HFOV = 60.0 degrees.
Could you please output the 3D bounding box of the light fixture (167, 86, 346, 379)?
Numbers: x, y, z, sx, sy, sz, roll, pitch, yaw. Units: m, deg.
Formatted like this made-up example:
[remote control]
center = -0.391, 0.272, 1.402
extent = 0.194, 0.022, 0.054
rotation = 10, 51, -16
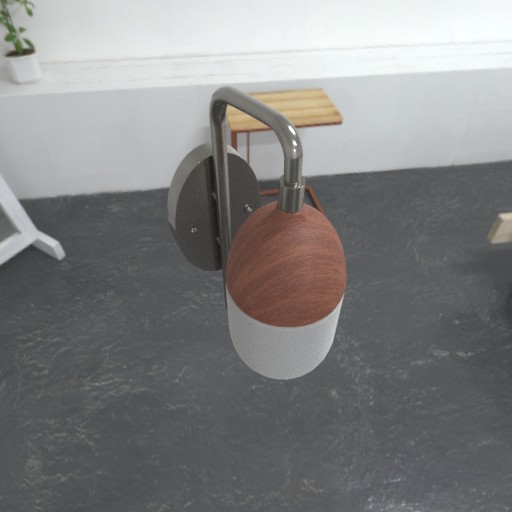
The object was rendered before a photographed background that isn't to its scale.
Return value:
[light fixture]
center = 0.000, 0.000, 0.446
extent = 0.108, 0.343, 0.216
rotation = -22, 51, -19
